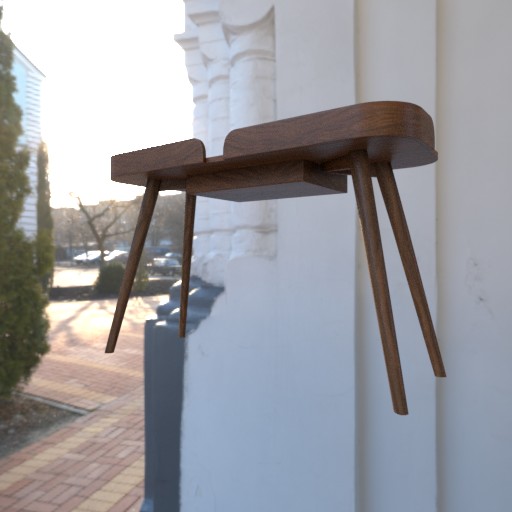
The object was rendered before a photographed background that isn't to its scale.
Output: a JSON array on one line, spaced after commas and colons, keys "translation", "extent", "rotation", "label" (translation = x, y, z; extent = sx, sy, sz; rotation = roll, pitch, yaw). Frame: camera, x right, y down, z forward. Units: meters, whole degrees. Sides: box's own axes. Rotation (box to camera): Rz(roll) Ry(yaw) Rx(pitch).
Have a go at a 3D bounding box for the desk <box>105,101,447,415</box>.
[{"translation": [0.000, 0.000, 1.650], "extent": [1.256, 0.800, 0.486], "rotation": [0, 0, 35], "label": "desk"}]
